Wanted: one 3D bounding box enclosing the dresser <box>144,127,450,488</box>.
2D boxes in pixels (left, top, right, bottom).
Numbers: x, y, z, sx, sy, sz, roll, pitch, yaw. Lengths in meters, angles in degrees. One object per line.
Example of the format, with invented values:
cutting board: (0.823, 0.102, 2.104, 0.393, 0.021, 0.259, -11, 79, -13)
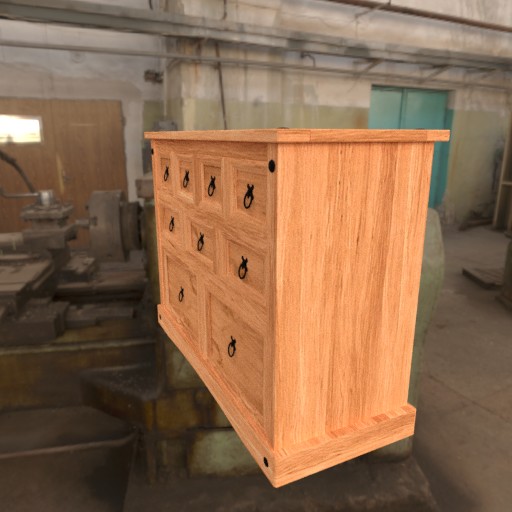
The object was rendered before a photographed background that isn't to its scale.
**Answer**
dresser: (0.000, 0.000, 1.355, 0.410, 0.740, 0.990, -7, 17, -25)
